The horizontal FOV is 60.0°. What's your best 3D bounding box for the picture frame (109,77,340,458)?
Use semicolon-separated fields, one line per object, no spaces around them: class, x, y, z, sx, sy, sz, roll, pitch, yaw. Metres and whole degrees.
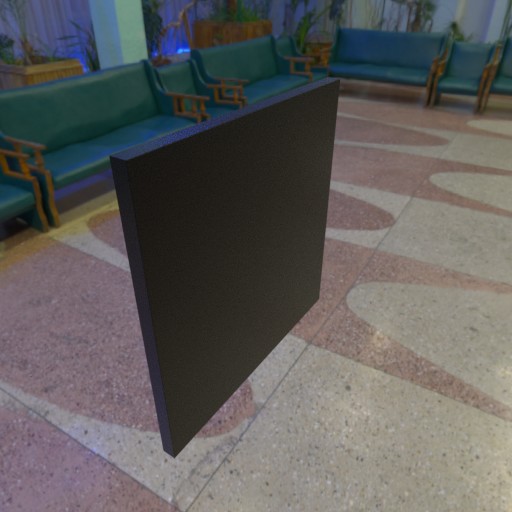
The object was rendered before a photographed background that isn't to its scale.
picture frame;0.000;0.000;0.847;0.029;0.557;0.559;20;38;28
